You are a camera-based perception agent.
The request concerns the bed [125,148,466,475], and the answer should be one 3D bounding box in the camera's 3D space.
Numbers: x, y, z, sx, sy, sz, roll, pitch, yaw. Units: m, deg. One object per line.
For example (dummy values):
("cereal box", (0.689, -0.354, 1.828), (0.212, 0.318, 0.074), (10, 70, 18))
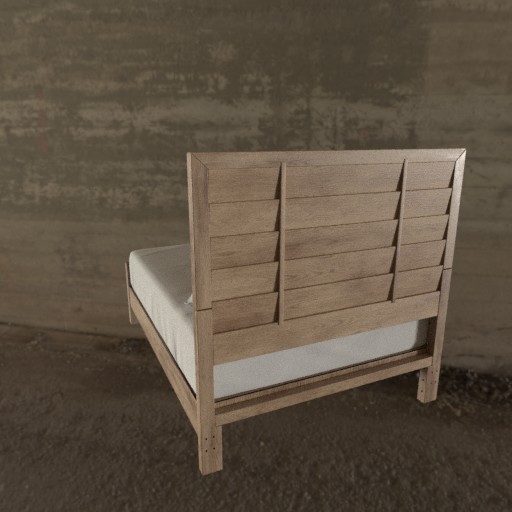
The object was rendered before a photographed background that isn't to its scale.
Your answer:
("bed", (0.000, 0.000, 3.362), (1.626, 1.626, 2.197), (-7, 17, -24))
